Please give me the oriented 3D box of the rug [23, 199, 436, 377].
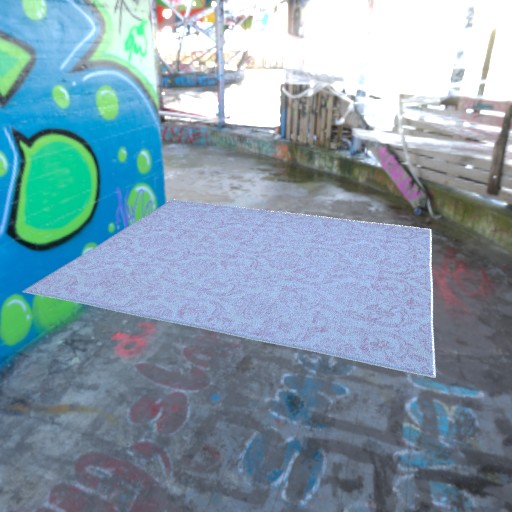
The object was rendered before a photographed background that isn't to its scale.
[{"bbox_3d":[0.000,0.000,3.970,2.980,0.012,2.363,8,27,17],"label":"rug"}]
